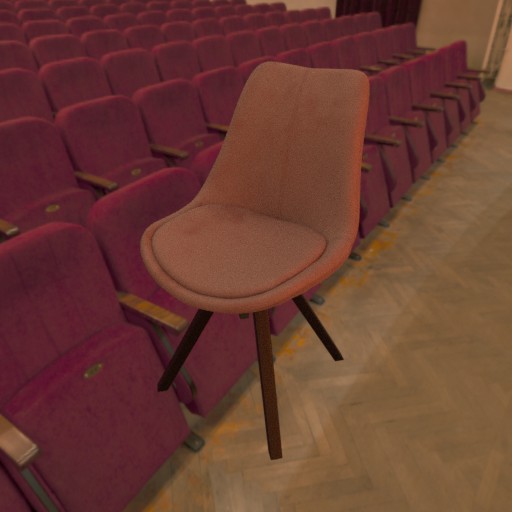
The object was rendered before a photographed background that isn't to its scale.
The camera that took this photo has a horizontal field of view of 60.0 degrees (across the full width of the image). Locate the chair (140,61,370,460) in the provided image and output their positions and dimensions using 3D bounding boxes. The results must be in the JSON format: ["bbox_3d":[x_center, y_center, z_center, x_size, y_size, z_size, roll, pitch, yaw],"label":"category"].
[{"bbox_3d":[0.000,0.000,1.163,0.483,0.865,0.547,19,37,28],"label":"chair"}]
